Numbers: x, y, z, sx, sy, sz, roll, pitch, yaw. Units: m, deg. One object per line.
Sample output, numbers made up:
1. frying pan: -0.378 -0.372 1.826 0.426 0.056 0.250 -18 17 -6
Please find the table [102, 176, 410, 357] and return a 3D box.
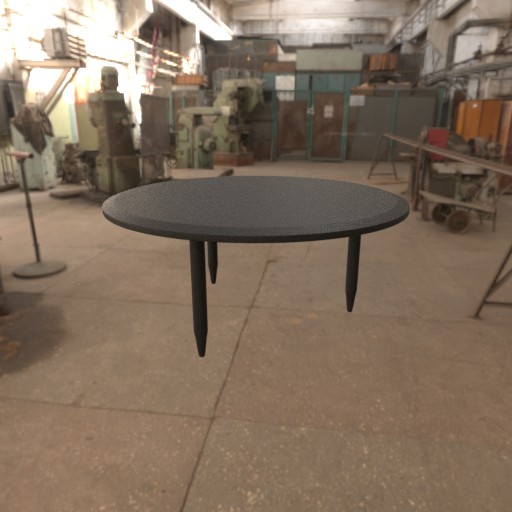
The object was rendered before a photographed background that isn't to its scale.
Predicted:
1. table: 0.000 0.000 1.423 0.900 0.400 0.900 0 18 0
